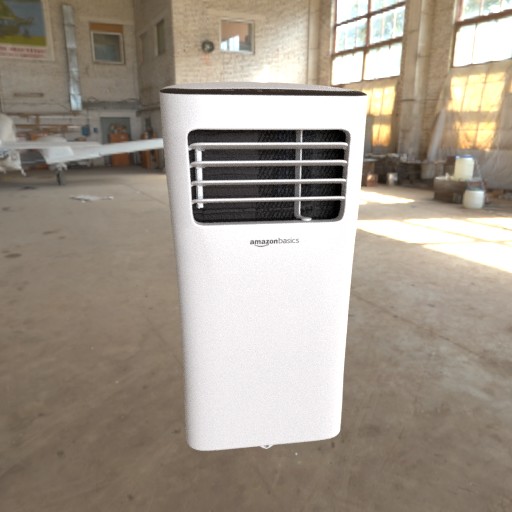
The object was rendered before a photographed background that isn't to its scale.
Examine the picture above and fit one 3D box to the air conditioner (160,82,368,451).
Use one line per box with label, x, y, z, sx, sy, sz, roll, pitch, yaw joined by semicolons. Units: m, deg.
air conditioner;0.000;0.000;0.940;0.352;0.716;0.369;-2;16;-8
